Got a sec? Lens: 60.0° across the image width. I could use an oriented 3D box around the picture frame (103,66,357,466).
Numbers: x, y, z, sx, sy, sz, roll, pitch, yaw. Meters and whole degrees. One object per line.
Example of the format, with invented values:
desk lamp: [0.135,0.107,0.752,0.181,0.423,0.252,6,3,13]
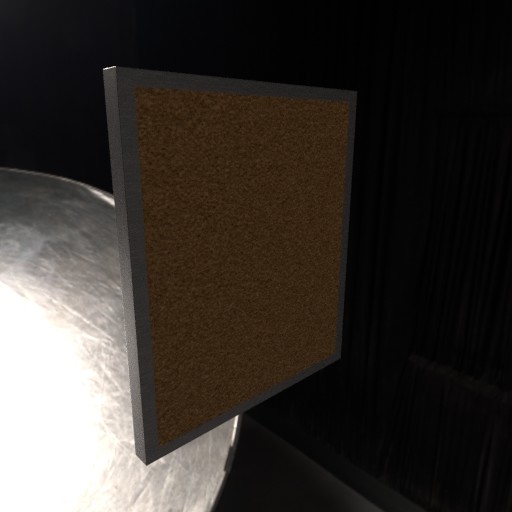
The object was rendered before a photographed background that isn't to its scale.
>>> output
picture frame: [0.000,0.000,0.517,0.327,0.378,0.027,-14,21,-41]
